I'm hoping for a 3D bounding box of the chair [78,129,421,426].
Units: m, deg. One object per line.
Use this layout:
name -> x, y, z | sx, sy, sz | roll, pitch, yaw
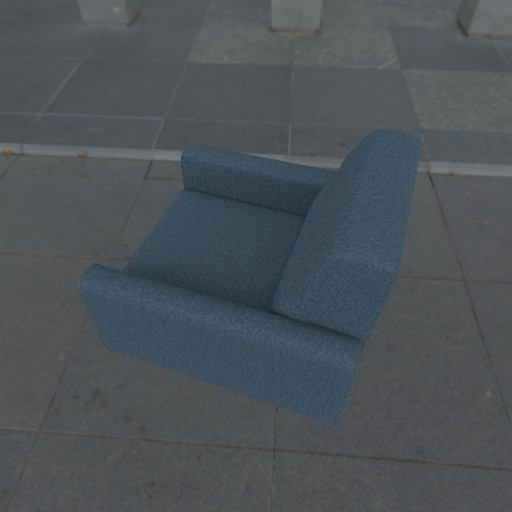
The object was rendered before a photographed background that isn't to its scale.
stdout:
chair -> 0.000, 0.000, 1.708 | 0.964, 0.940, 0.880 | 15, 49, 13
